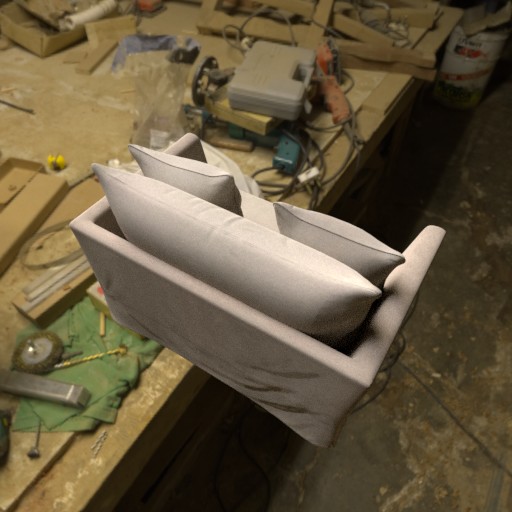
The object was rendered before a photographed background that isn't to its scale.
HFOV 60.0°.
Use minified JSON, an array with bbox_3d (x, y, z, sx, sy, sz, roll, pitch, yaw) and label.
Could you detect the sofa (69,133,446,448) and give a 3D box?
[{"bbox_3d":[0.000,0.000,2.336,1.608,1.040,1.035,25,53,21],"label":"sofa"}]
